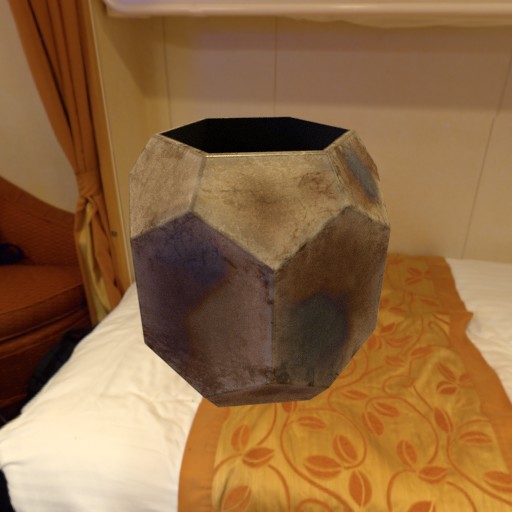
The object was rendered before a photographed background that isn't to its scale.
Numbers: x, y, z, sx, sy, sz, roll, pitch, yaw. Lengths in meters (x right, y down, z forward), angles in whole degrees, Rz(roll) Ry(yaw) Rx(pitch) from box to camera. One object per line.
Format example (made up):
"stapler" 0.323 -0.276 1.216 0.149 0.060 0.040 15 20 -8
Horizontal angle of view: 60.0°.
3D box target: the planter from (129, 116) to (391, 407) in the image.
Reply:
"planter" 0.000 0.000 0.432 0.243 0.238 0.221 -18 32 -32
